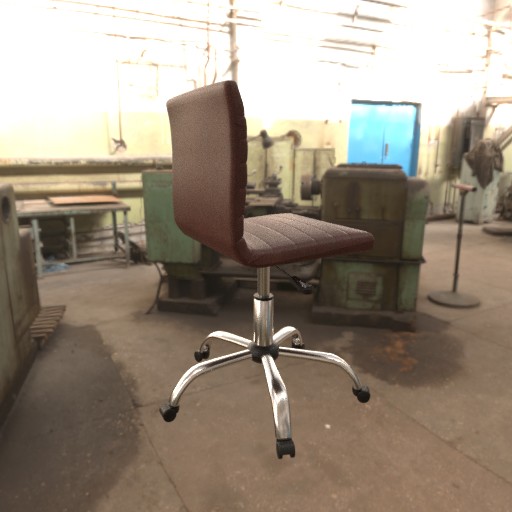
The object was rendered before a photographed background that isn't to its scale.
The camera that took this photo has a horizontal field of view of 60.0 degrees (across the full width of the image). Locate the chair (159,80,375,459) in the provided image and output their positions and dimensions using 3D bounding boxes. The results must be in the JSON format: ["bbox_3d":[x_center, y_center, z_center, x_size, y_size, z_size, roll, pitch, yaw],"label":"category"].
[{"bbox_3d":[0.000,0.000,1.124,0.530,0.780,0.556,-7,15,-26],"label":"chair"}]
